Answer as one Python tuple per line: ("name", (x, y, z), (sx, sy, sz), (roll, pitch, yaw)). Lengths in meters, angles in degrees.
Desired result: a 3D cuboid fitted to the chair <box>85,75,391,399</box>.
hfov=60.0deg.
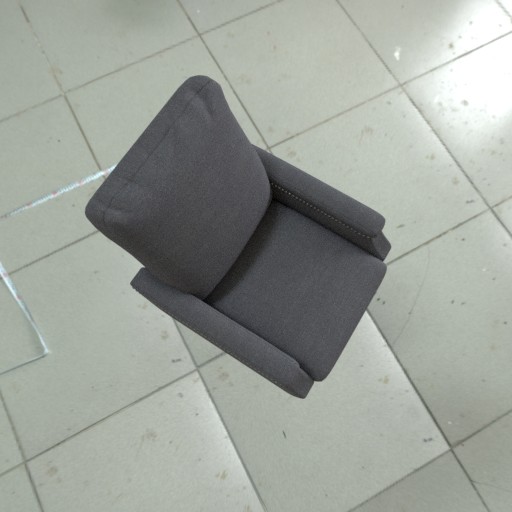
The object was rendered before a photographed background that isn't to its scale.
("chair", (0.000, 0.000, 1.680), (0.922, 1.049, 0.710), (31, 76, 9))
